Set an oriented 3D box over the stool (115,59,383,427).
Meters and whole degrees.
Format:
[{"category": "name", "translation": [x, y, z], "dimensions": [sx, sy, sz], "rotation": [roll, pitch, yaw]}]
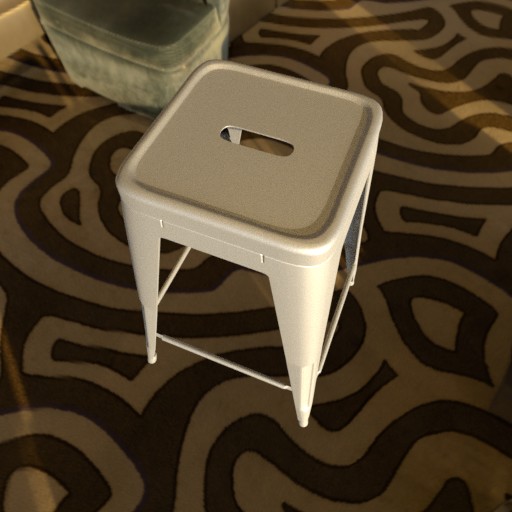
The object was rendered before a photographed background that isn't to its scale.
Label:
[{"category": "stool", "translation": [0.000, 0.000, 0.869], "dimensions": [0.406, 0.610, 0.406], "rotation": [19, 60, 12]}]
